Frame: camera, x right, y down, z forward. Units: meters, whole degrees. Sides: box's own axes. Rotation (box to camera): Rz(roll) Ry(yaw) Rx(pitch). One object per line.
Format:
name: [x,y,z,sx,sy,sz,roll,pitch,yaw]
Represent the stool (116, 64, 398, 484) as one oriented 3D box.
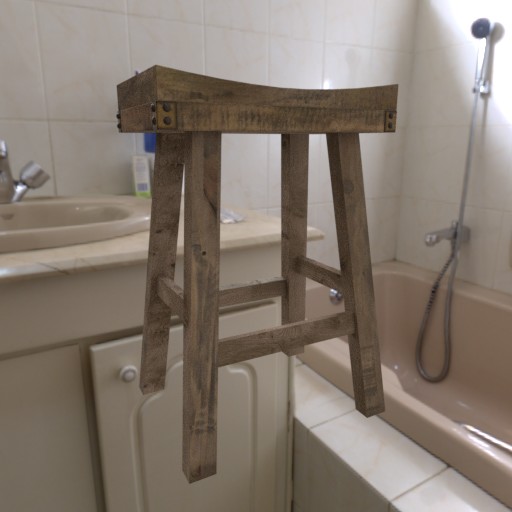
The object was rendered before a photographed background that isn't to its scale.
stool: [0.000,0.000,0.873,0.450,0.635,0.330,-8,16,-27]
